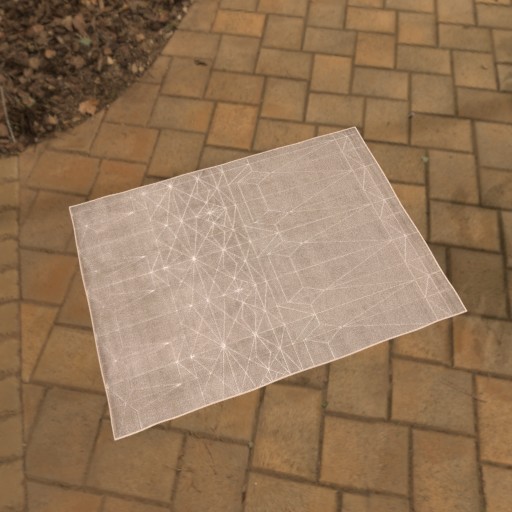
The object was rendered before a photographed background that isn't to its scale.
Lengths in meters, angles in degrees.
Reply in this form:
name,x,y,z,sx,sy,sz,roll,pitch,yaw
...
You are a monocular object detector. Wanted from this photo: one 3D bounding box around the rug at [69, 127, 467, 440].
name,x,y,z,sx,sy,sz,roll,pitch,yaw
rug,0.000,0.000,4.433,3.357,0.019,2.449,-18,64,-9
